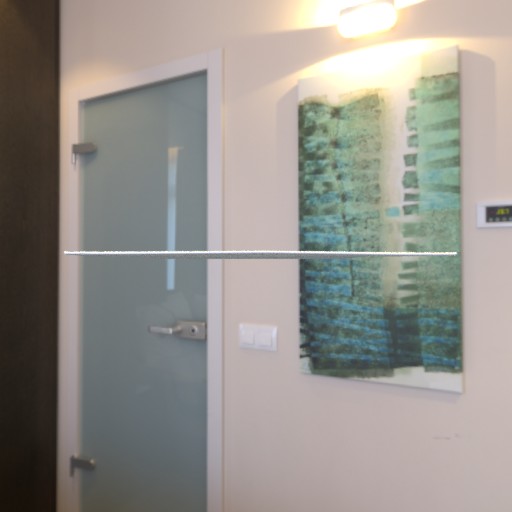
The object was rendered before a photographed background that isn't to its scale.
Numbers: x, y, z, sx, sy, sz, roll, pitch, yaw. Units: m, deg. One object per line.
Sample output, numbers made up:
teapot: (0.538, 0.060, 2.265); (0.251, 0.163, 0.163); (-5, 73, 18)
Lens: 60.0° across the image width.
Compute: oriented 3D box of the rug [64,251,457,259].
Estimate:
rug: (0.000, 0.000, 2.932); (1.593, 0.029, 2.305); (0, -1, -1)
